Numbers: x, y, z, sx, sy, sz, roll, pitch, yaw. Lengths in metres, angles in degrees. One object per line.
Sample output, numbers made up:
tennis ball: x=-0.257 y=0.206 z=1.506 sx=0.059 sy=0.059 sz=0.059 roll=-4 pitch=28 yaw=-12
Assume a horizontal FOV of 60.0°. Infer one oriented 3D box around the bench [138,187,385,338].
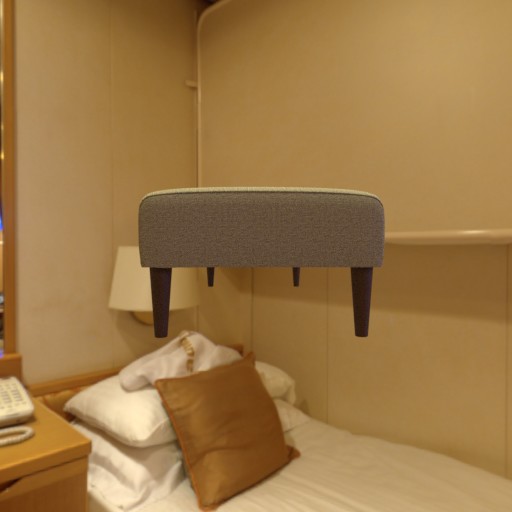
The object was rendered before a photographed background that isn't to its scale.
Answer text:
bench: x=0.000 y=0.000 z=1.865 sx=0.631 sy=0.383 sz=1.598 roll=0 pitch=1 yaw=-1
